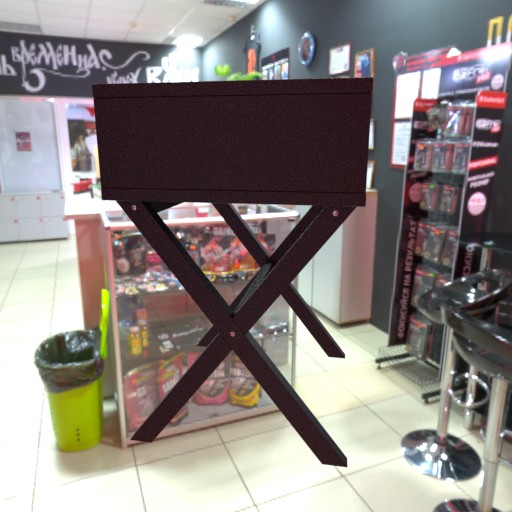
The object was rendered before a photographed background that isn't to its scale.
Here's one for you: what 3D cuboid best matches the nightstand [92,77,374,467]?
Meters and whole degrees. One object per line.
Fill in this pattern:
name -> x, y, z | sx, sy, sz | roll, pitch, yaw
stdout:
nightstand -> 0.000, 0.000, 0.919 | 0.402, 0.623, 0.479 | 3, 15, 10
